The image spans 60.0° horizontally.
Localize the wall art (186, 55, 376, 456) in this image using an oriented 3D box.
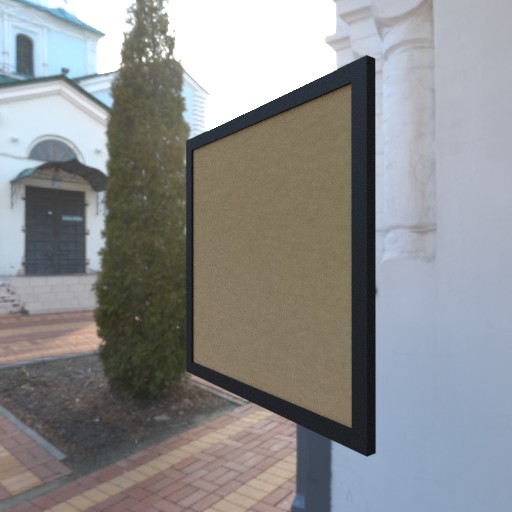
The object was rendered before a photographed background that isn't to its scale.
[{"bbox_3d":[0.000,0.000,0.543,0.012,0.357,0.358,0,0,-35],"label":"wall art"}]
